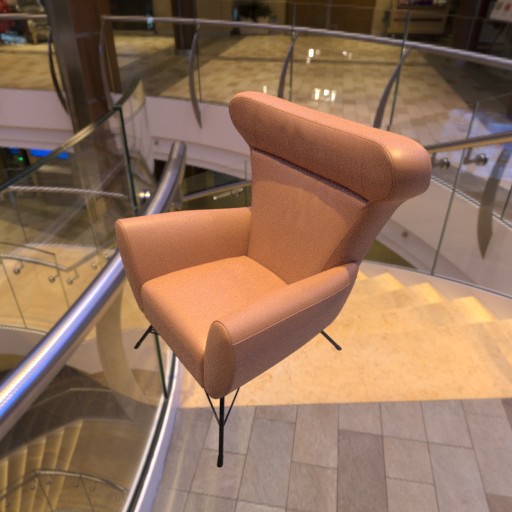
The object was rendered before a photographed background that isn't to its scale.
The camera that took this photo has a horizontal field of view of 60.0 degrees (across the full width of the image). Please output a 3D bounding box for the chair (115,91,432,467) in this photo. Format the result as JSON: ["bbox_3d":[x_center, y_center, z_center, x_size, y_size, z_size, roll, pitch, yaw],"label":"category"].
[{"bbox_3d":[0.000,0.000,1.775,0.900,1.050,0.980,-22,39,-30],"label":"chair"}]
